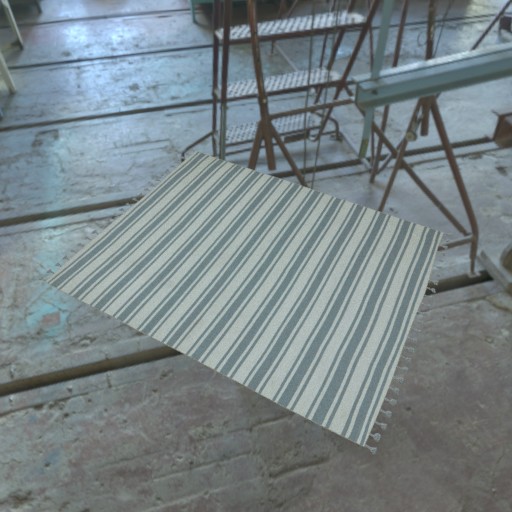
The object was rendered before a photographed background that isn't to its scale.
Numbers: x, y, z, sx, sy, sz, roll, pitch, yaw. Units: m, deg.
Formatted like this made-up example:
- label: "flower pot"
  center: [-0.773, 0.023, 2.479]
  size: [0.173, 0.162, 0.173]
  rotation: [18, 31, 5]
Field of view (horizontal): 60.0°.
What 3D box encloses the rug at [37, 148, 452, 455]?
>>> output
- label: "rug"
  center: [0.000, 0.000, 4.210]
  size: [3.201, 0.005, 2.439]
  rotation: [22, 50, 20]
